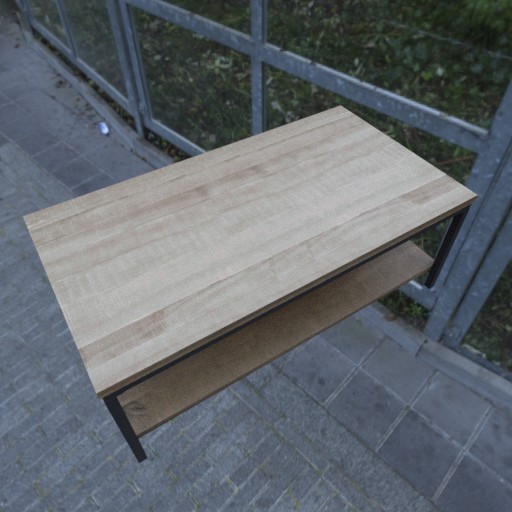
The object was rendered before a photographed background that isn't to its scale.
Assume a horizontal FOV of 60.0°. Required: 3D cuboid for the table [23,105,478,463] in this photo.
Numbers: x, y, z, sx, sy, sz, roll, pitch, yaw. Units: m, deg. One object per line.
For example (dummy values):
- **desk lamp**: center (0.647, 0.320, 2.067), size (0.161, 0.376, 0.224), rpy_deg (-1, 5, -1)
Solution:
- **table**: center (0.000, 0.000, 1.316), size (1.062, 0.393, 0.574), rpy_deg (-25, 52, -21)
